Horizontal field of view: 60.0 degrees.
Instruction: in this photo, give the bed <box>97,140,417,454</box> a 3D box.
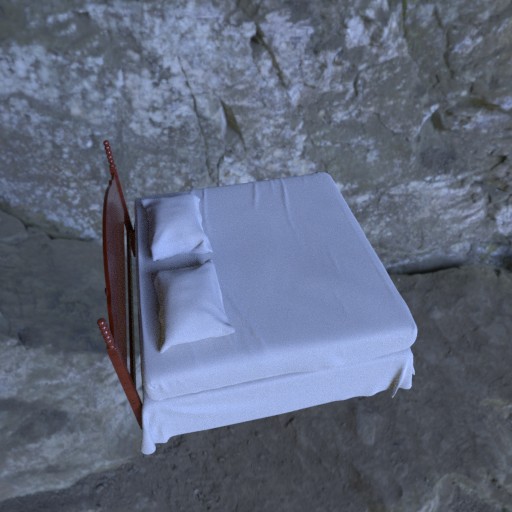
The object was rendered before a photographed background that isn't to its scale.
[{"bbox_3d":[0.000,0.000,3.682,2.219,1.355,2.322,-9,46,-9],"label":"bed"}]
